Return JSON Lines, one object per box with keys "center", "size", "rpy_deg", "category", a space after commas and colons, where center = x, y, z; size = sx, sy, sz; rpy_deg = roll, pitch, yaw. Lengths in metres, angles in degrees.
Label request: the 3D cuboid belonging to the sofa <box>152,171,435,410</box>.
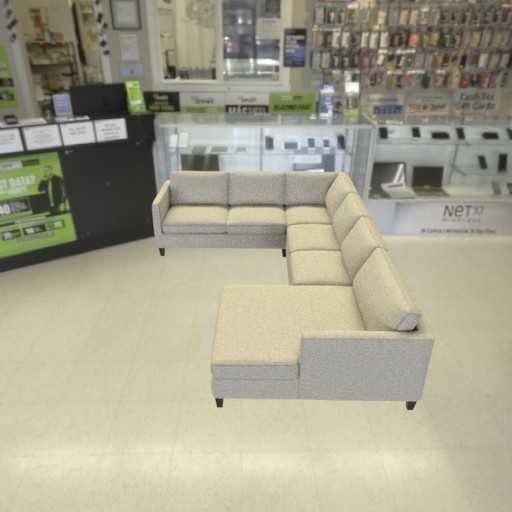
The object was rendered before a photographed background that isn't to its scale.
{"center": [0.000, 0.000, 4.623], "size": [2.551, 0.889, 3.403], "rpy_deg": [0, 28, 1], "category": "sofa"}
